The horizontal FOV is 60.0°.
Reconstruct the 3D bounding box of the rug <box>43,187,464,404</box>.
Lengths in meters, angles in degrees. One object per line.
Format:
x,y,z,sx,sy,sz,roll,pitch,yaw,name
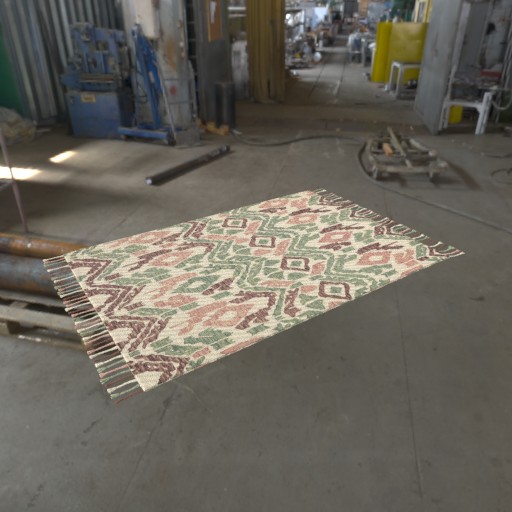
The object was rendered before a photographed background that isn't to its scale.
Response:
0.000,0.000,2.990,2.438,0.011,1.524,-18,34,-29,rug
